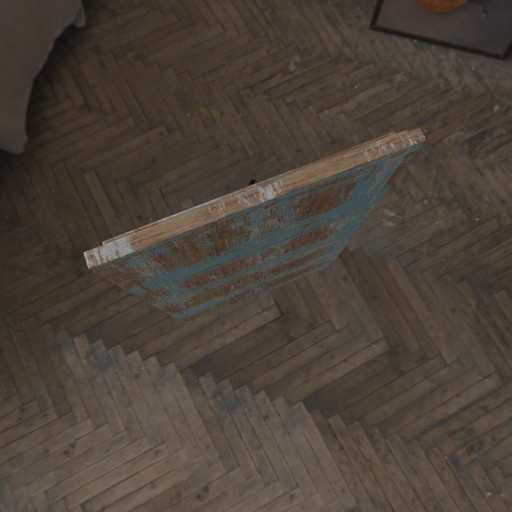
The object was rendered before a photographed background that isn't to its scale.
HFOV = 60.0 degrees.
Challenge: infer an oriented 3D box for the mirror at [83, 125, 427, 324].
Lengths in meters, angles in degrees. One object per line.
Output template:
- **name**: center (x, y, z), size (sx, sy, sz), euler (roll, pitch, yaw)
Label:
- **mirror**: center (0.000, 0.000, 1.458), size (0.707, 1.213, 0.083), euler (-22, 77, -5)
